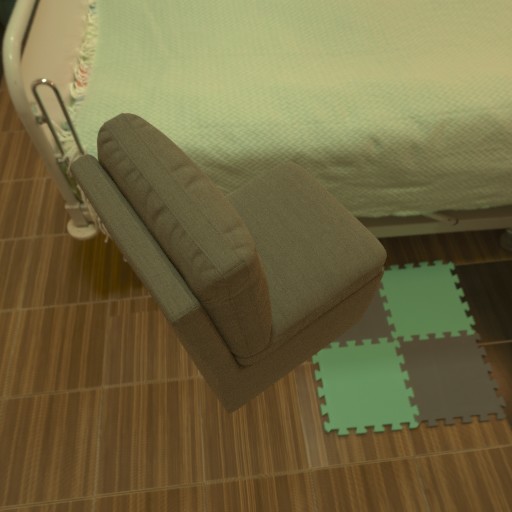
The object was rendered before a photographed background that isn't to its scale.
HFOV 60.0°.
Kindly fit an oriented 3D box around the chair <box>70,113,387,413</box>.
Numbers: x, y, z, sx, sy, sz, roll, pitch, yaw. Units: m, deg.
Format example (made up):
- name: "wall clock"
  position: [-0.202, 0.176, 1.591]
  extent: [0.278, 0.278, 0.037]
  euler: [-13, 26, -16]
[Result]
- name: "chair"
  position: [0.000, 0.000, 1.313]
  extent: [0.698, 0.927, 0.503]
  euler: [-31, 63, -18]
